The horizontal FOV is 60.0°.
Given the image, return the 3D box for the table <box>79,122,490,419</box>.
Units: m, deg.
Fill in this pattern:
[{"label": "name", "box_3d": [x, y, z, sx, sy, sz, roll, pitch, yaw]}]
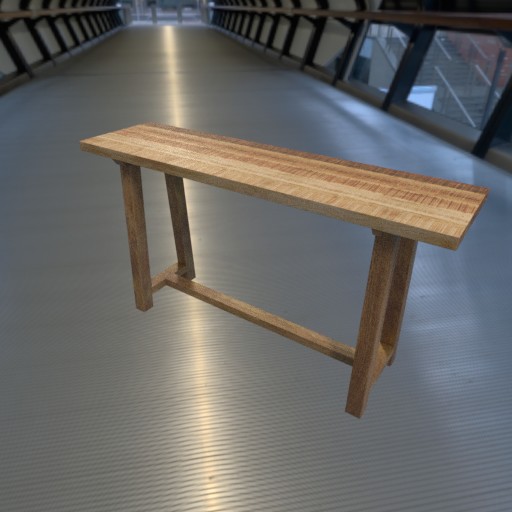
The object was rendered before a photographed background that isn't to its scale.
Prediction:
[{"label": "table", "box_3d": [0.000, 0.000, 1.841, 1.524, 0.810, 0.405, 19, 35, 29]}]
